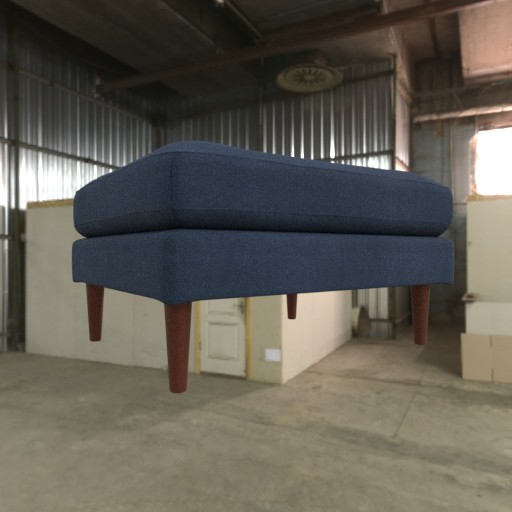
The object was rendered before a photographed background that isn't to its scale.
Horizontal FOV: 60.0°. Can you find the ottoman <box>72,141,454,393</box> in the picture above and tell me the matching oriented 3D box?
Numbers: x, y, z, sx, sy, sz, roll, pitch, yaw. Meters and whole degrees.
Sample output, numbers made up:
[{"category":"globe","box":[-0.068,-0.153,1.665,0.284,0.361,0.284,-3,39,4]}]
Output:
[{"category":"ottoman","box":[0.000,0.000,1.219,0.821,0.474,0.693,0,1,-35]}]
